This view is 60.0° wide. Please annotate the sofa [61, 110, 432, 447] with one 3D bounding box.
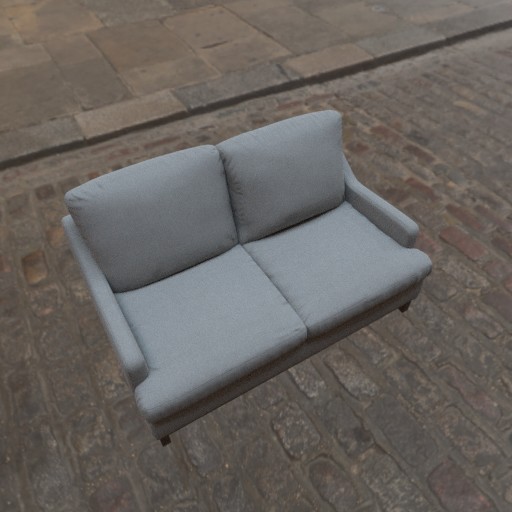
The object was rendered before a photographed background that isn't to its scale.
[{"bbox_3d":[0.000,0.000,2.237,1.589,0.921,0.987,-23,51,-21],"label":"sofa"}]
